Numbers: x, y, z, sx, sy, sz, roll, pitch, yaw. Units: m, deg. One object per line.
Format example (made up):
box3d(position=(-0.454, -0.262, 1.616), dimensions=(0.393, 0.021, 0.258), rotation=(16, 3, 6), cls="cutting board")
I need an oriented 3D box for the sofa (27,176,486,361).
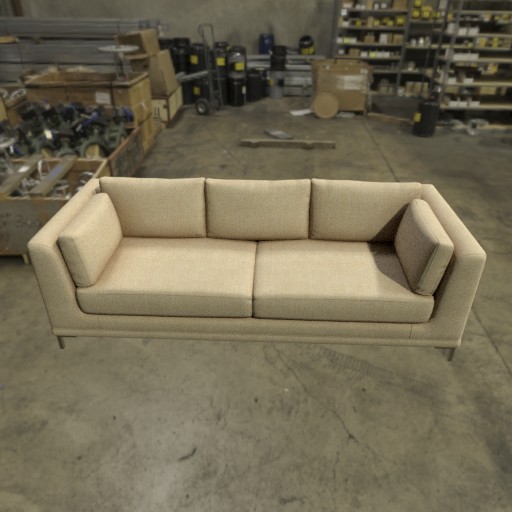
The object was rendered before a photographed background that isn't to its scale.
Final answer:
box3d(position=(0.000, 0.000, 2.860), dimensions=(2.415, 0.867, 0.969), rotation=(1, 31, 2), cls="sofa")
